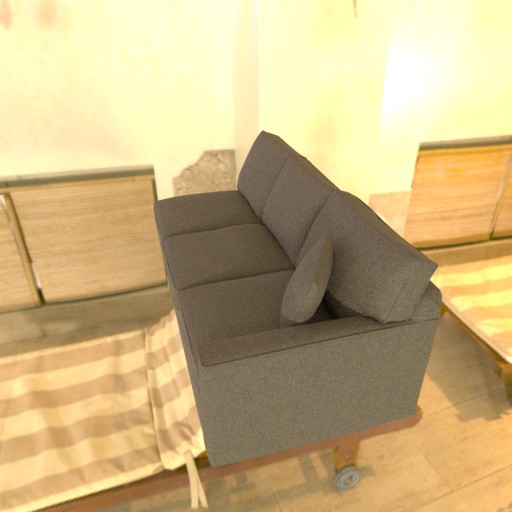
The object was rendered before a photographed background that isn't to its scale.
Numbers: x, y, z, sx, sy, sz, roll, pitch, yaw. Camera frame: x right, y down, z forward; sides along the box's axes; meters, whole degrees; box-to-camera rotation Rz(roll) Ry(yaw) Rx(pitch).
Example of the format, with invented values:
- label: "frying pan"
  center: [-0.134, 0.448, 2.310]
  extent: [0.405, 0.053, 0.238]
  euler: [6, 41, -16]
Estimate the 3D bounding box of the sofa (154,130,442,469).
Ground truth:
- label: "sofa"
  center: [0.000, 0.000, 2.585]
  extent: [1.034, 0.946, 1.963]
  euler: [-8, 31, -14]
